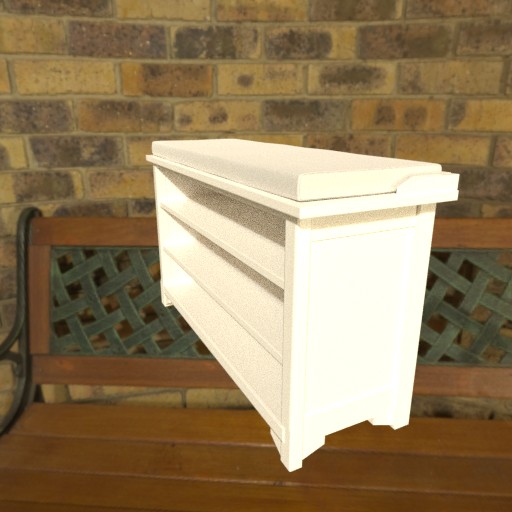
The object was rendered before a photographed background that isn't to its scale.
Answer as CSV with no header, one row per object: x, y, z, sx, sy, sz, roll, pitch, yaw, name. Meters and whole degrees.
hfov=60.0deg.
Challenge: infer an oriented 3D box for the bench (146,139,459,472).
0.000,0.000,1.245,0.346,0.589,0.987,-9,20,-25,bench
